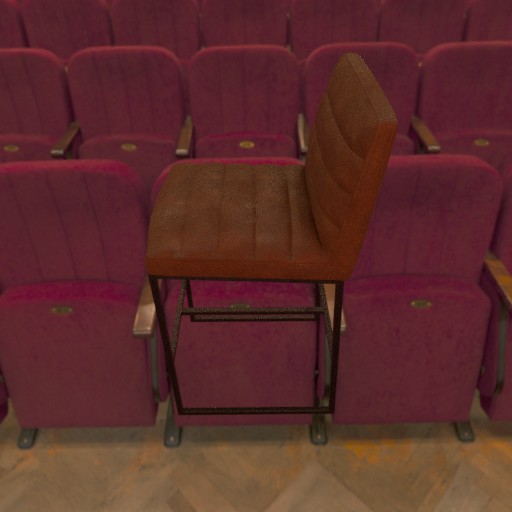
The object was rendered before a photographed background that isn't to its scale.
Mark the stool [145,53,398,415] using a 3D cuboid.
[{"bbox_3d":[0.000,0.000,1.346,0.562,1.065,0.463,0,41,0],"label":"stool"}]
